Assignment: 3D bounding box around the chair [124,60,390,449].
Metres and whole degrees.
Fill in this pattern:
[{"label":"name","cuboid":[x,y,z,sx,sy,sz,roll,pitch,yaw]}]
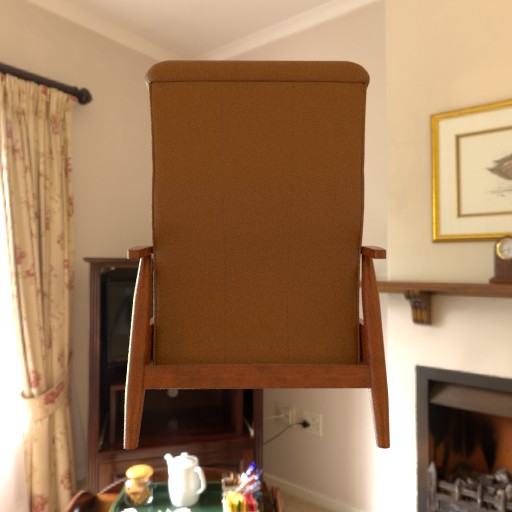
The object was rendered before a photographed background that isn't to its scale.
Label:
[{"label":"chair","cuboid":[0.000,0.000,1.715,0.762,1.082,1.014,0,-2,0]}]
